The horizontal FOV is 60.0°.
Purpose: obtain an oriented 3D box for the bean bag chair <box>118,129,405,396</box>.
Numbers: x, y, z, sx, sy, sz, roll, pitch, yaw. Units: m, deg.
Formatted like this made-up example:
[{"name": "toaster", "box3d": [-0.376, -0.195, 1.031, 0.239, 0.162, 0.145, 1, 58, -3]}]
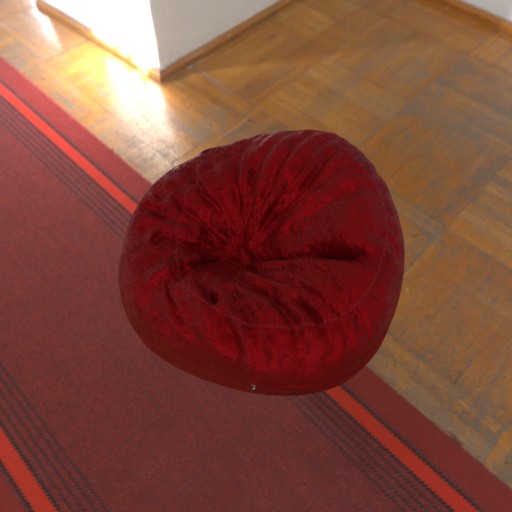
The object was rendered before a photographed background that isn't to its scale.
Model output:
[{"name": "bean bag chair", "box3d": [0.000, 0.000, 2.498, 1.524, 0.878, 1.524, -1, 58, 0]}]
